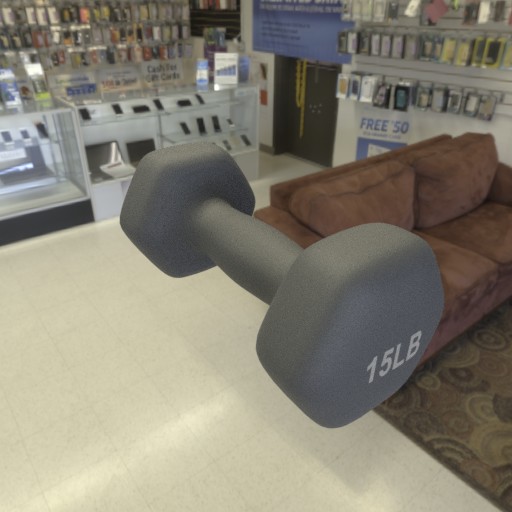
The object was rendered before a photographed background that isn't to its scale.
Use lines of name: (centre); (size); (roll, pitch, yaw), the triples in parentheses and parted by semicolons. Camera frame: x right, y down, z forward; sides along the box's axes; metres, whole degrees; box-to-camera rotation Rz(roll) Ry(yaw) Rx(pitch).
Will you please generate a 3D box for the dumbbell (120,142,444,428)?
dumbbell: (0.000, 0.000, 0.303); (0.116, 0.105, 0.240); (-20, 36, -30)
